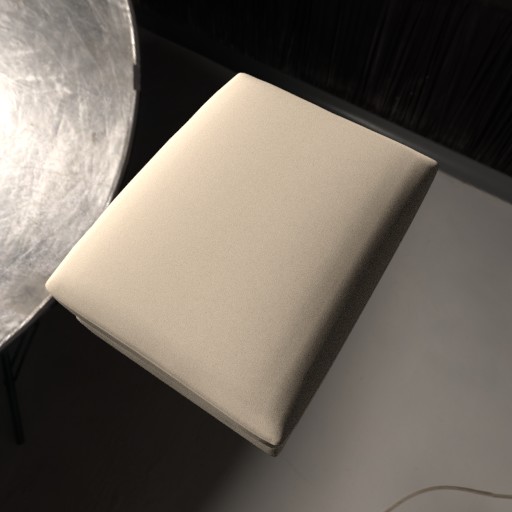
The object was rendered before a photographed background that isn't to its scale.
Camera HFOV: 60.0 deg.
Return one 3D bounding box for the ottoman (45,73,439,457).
[{"bbox_3d":[0.000,0.000,1.124,0.584,0.513,0.741,30,67,14],"label":"ottoman"}]
